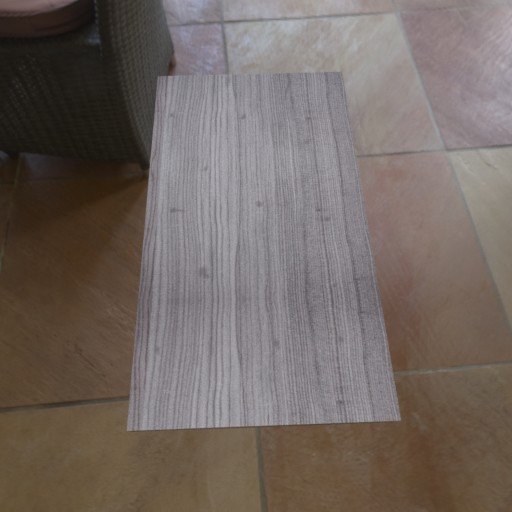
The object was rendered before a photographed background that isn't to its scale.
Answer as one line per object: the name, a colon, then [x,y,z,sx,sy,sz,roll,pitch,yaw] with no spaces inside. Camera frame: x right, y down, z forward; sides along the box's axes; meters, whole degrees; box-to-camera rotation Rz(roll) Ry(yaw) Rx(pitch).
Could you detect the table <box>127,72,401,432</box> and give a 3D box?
table: [0.000,0.000,2.100,0.881,0.736,1.579,-2,64,-1]
